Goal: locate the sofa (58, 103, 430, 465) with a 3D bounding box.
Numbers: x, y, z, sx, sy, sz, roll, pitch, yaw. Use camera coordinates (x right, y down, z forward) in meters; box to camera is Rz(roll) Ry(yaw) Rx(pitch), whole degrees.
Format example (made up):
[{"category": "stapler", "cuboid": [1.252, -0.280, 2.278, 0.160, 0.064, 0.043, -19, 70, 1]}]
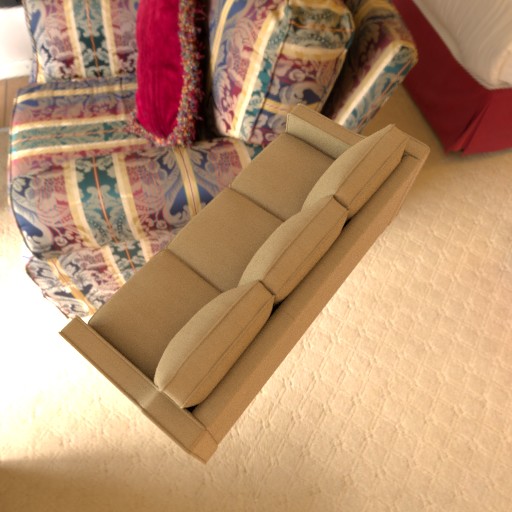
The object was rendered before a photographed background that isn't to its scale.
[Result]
[{"category": "sofa", "cuboid": [0.000, 0.000, 2.509, 0.911, 0.974, 1.986, 35, 67, 17]}]
